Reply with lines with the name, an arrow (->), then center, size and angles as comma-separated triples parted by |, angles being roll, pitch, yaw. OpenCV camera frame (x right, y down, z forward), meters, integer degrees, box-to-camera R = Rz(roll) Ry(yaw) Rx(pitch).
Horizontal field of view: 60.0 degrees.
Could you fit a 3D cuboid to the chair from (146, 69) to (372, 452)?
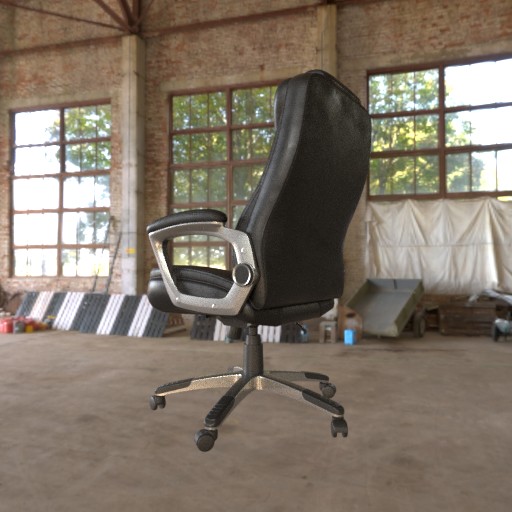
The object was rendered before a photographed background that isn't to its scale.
chair -> 0.000, 0.000, 1.517 | 0.689, 1.075, 0.697 | -1, -2, 35
